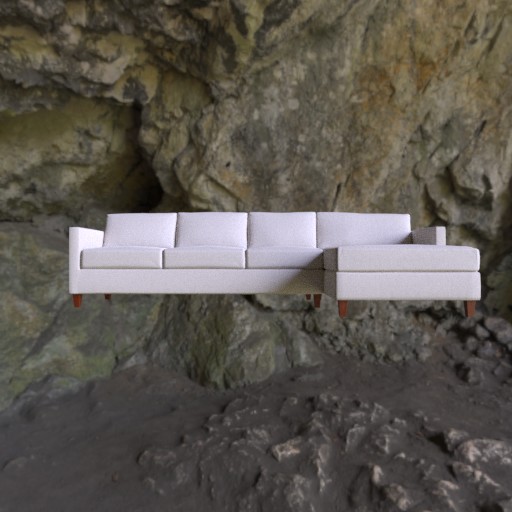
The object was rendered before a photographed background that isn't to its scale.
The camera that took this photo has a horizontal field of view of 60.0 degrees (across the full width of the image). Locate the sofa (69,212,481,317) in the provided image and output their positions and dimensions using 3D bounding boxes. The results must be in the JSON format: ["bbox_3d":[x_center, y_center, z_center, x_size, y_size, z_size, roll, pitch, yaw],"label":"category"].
[{"bbox_3d":[0.000,0.000,4.186,3.471,0.954,1.599,0,0,1],"label":"sofa"}]
